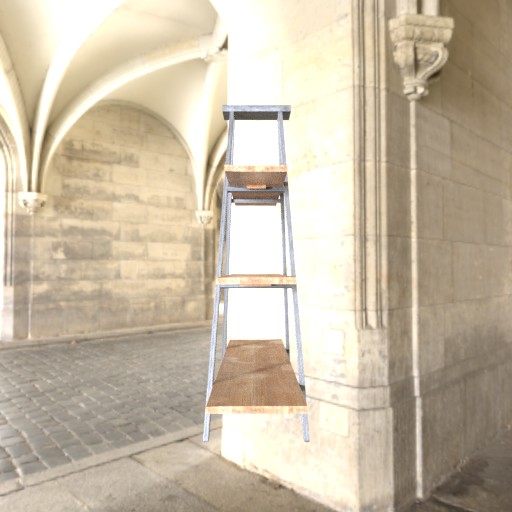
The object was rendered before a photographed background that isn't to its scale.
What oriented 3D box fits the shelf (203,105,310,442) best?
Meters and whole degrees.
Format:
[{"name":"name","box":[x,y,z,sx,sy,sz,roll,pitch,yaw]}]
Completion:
[{"name":"shelf","box":[0.000,0.000,2.728,0.508,1.808,1.746,0,-2,0]}]
